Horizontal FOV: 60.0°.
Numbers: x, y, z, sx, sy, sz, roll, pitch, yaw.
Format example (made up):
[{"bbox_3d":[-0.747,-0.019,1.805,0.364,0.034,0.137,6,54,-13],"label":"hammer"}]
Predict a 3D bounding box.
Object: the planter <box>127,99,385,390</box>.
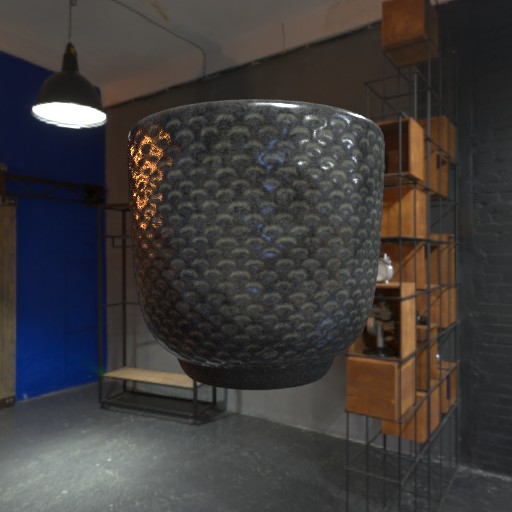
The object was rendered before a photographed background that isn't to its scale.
[{"bbox_3d":[0.000,0.000,0.250,0.140,0.129,0.140,0,0,0],"label":"planter"}]
